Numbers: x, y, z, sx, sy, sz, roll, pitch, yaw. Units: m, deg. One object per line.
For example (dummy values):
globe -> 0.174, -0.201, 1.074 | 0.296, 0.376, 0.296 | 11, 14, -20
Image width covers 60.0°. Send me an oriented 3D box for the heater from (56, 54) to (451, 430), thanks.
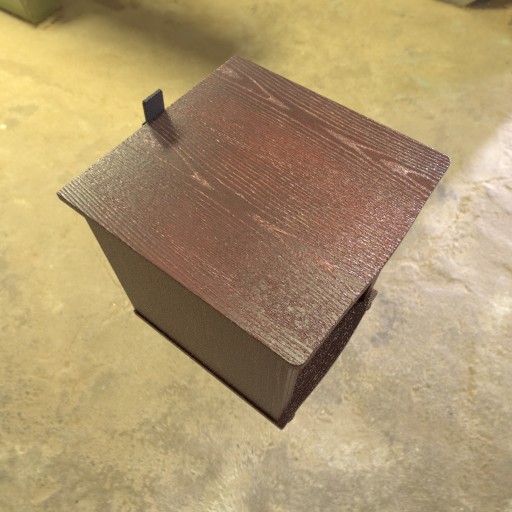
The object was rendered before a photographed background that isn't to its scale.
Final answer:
heater -> 0.000, 0.000, 0.750 | 0.400, 0.481, 0.362 | 33, 64, 19
